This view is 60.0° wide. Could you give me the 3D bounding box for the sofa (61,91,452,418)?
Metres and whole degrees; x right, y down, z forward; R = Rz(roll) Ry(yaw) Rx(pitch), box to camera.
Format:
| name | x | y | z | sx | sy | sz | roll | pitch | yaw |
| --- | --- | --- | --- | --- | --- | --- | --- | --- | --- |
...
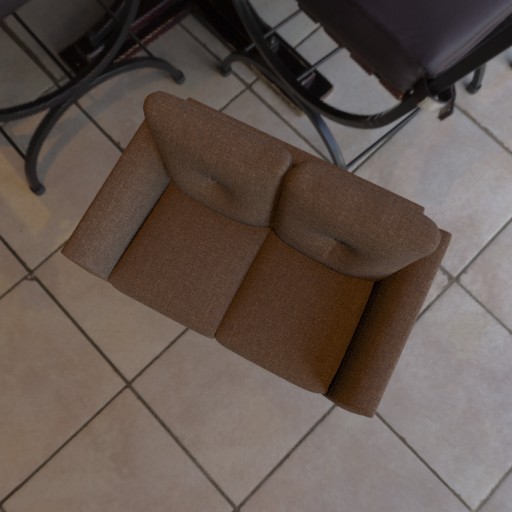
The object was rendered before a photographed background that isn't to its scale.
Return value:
| name | x | y | z | sx | sy | sz | roll | pitch | yaw |
| --- | --- | --- | --- | --- | --- | --- | --- | --- | --- |
| sofa | 0.000 | 0.000 | 2.015 | 1.423 | 0.885 | 0.851 | 27 | 78 | 6 |
